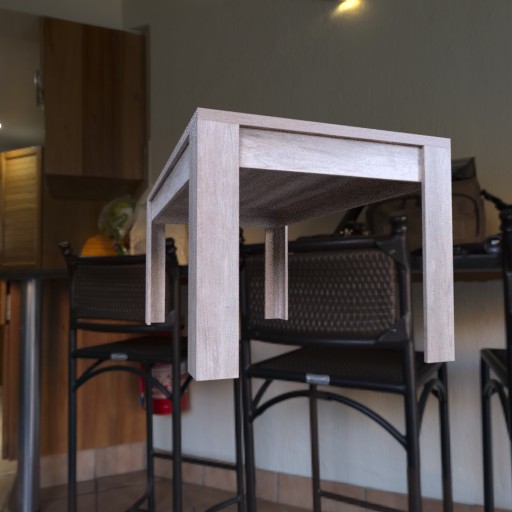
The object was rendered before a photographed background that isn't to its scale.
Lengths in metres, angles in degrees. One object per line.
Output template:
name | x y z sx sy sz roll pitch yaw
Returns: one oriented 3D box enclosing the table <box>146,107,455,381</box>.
table | 0.000 0.000 2.154 0.900 0.775 1.600 1 -3 -19
